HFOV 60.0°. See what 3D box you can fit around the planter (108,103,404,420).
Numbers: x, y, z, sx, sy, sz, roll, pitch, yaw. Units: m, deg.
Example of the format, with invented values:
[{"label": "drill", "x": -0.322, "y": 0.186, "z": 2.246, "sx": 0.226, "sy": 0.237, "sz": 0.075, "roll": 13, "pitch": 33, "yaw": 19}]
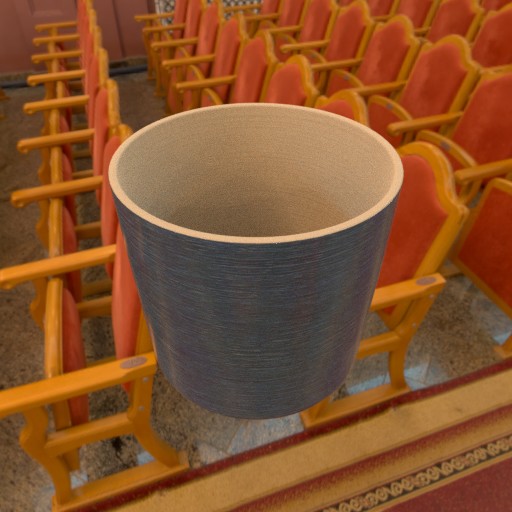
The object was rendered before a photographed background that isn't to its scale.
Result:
[{"label": "planter", "x": 0.000, "y": 0.000, "z": 0.406, "sx": 0.221, "sy": 0.201, "sz": 0.221, "roll": 0, "pitch": 39, "yaw": 0}]
